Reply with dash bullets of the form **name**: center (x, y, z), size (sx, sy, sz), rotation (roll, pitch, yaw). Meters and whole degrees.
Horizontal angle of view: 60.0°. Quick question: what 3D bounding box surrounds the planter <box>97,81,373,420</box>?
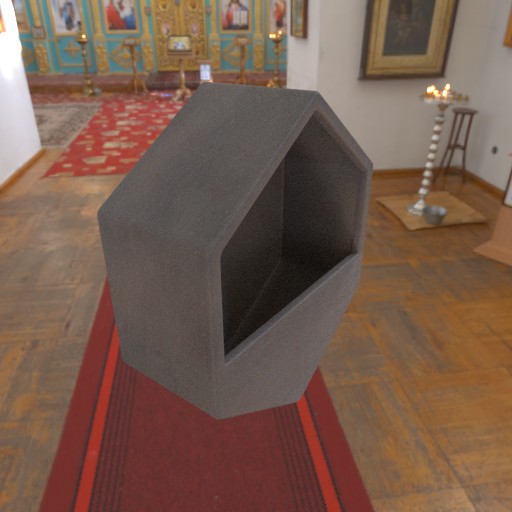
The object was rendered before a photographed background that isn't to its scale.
- **planter**: center (0.000, 0.000, 0.286), size (0.077, 0.206, 0.169), rotation (19, 33, 32)
